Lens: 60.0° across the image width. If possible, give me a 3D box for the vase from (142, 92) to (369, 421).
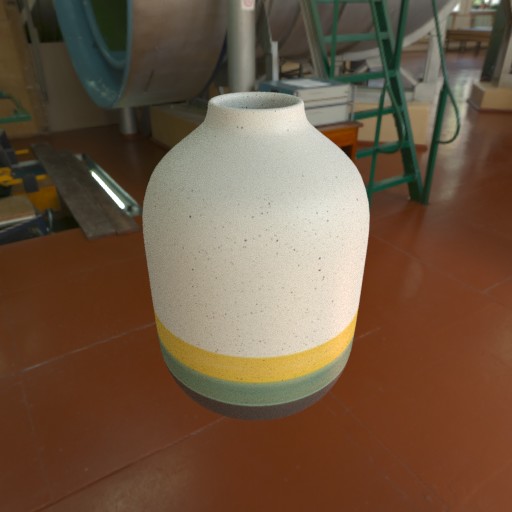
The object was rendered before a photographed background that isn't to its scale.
[{"bbox_3d":[0.000,0.000,0.355,0.169,0.240,0.169,0,30,0],"label":"vase"}]
